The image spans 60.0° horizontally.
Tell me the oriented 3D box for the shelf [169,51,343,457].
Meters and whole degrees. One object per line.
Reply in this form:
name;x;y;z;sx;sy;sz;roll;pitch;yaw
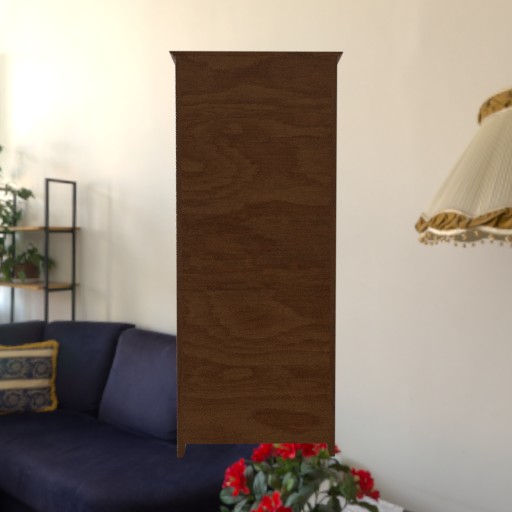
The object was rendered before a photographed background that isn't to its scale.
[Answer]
shelf;0.000;0.000;2.246;0.805;1.905;0.335;0;2;-1
